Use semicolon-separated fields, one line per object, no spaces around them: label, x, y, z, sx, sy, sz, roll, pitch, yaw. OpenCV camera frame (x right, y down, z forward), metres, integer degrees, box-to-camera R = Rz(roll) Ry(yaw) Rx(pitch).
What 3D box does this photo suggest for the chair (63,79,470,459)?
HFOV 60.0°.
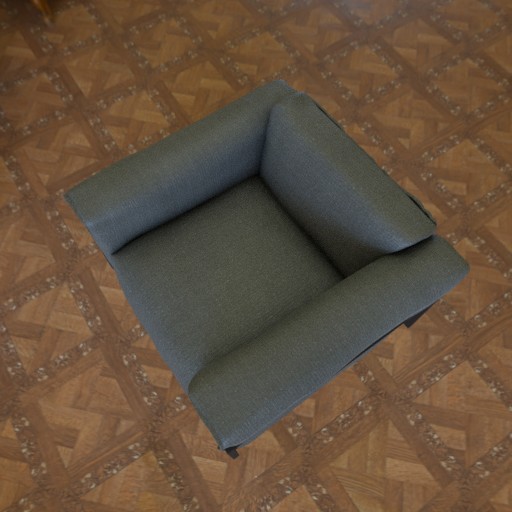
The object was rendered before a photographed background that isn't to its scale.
chair;0.000;0.000;1.665;0.969;0.646;1.056;-32;68;-15
